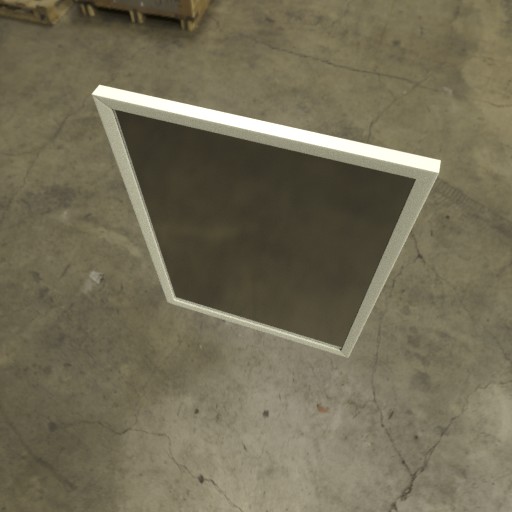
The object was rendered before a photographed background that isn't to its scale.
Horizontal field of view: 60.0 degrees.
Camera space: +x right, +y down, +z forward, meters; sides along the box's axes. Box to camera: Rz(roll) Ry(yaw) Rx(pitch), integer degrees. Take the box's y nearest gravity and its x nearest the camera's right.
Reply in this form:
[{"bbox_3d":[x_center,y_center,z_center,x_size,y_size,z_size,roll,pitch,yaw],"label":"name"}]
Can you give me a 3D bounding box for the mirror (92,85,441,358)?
[{"bbox_3d":[0.000,0.000,1.362,0.762,1.016,0.040,15,58,10],"label":"mirror"}]
